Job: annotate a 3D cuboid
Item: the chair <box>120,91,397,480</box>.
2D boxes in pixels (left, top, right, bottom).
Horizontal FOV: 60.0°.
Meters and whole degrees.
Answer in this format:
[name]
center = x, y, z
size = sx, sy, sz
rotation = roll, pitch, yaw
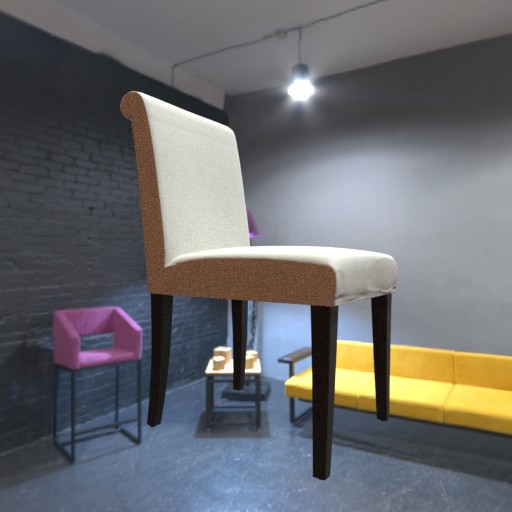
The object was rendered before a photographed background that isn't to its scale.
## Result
[chair]
center = 0.000, 0.000, 1.319
size = 0.708, 0.976, 0.452
rotation = 0, 0, 34
